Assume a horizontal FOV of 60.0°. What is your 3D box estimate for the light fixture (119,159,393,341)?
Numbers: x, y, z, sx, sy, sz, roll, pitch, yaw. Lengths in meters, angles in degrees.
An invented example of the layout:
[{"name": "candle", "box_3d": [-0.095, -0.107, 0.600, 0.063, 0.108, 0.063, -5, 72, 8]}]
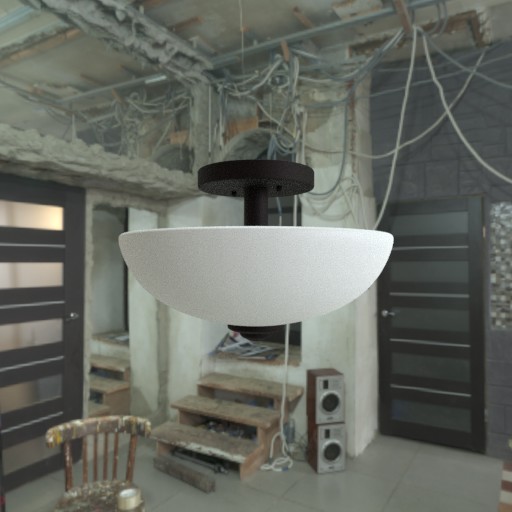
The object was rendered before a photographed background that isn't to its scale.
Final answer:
[{"name": "light fixture", "box_3d": [0.000, 0.000, 0.558, 0.331, 0.212, 0.331, 0, -1, 0]}]
